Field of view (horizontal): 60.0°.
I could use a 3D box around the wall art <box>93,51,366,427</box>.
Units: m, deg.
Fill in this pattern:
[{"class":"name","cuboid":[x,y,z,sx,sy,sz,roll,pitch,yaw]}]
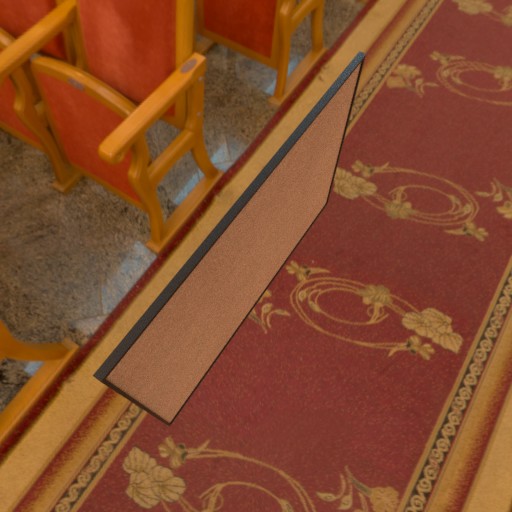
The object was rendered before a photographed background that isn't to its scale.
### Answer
[{"class":"wall art","cuboid":[0.000,0.000,1.213,0.019,0.660,0.957,31,67,15]}]
